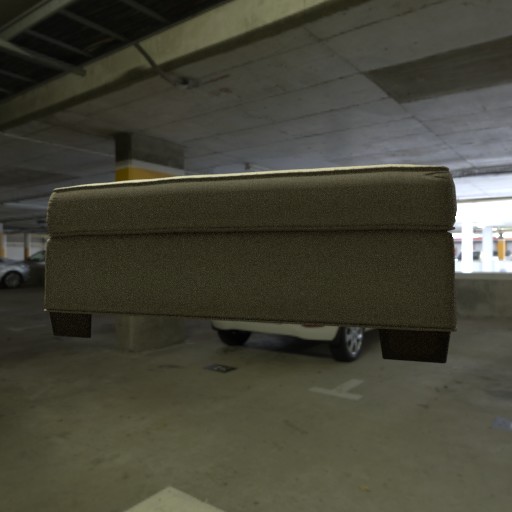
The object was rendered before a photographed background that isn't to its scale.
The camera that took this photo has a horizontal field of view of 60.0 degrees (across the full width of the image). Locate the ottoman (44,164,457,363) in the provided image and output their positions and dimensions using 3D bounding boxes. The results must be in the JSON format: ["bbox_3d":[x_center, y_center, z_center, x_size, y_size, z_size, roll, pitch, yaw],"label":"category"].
[{"bbox_3d":[0.000,0.000,1.385,1.097,0.461,0.617,0,0,19],"label":"ottoman"}]
